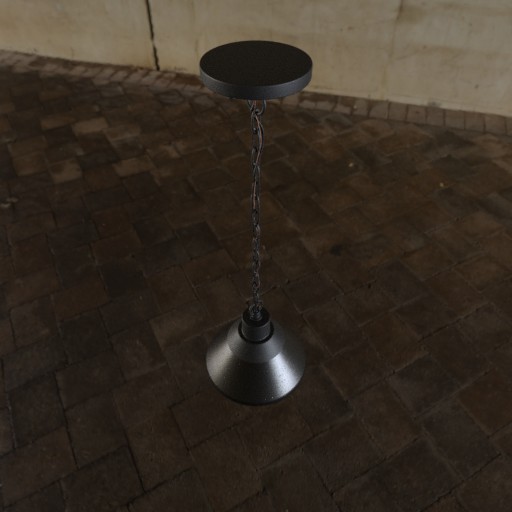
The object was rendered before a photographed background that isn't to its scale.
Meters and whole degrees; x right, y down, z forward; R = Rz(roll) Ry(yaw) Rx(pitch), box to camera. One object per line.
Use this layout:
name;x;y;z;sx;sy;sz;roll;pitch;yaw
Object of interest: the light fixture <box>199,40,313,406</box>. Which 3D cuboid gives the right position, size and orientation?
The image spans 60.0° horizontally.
light fixture;0.000;0.000;0.679;0.201;0.588;0.201;-32;53;-27
